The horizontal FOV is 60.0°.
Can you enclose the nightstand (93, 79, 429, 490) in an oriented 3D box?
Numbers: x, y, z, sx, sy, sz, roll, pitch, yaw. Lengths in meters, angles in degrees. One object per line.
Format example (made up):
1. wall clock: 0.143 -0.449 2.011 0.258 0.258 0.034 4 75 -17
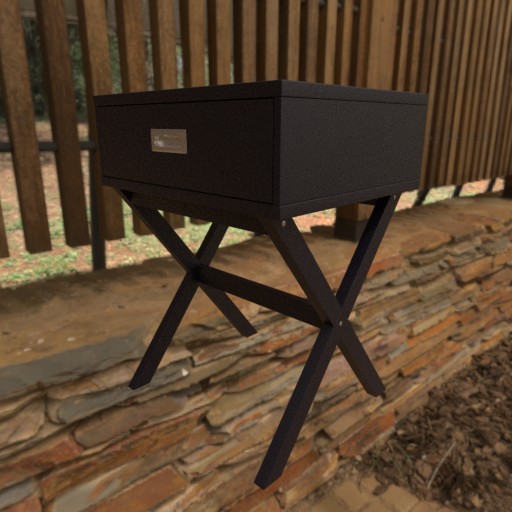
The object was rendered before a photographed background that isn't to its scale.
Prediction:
1. nightstand: 0.000 0.000 0.910 0.479 0.623 0.402 16 23 42
